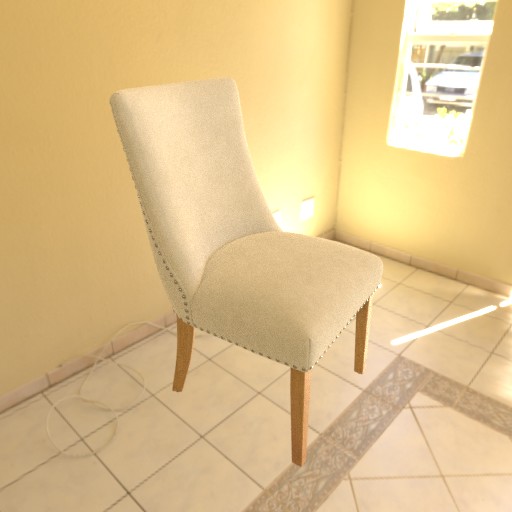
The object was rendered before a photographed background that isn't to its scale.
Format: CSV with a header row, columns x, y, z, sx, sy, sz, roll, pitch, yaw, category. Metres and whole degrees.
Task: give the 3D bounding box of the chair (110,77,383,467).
x,y,z,sx,sy,sz,roll,pitch,yaw,category
0.000,0.000,1.270,0.610,0.902,0.495,17,31,30,chair
